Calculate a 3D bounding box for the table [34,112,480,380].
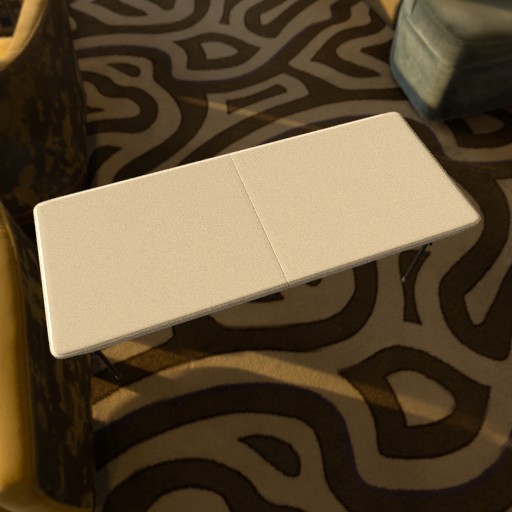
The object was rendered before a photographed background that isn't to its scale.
[{"bbox_3d":[0.000,0.000,2.238,1.829,0.719,0.761,-17,59,-10],"label":"table"}]
